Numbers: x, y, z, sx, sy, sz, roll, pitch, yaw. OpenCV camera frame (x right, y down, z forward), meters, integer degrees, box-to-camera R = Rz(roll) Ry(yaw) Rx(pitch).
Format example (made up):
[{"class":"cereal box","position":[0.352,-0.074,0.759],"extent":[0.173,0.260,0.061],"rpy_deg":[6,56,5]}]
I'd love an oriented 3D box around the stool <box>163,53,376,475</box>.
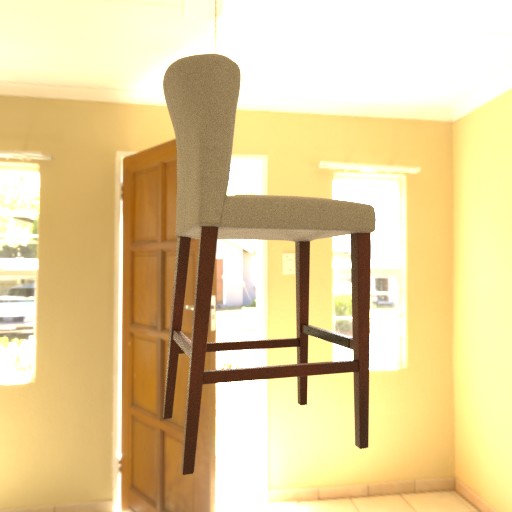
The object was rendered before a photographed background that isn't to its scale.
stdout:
[{"class":"stool","position":[0.000,0.000,1.366],"extent":[0.568,1.069,0.479],"rpy_deg":[1,-2,-18]}]
